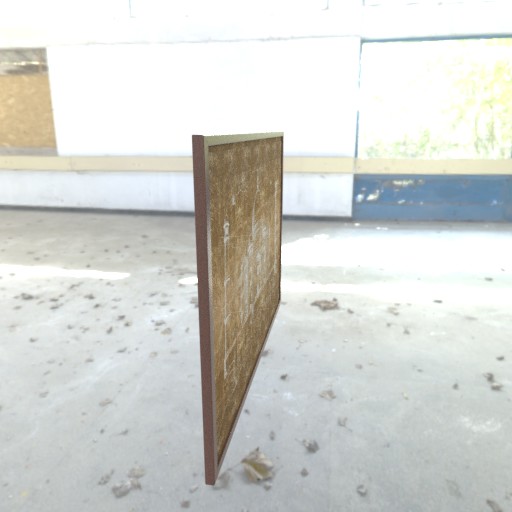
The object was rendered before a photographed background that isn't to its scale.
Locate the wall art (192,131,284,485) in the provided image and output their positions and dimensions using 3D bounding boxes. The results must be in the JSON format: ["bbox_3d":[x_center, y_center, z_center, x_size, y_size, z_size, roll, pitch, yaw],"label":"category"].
[{"bbox_3d":[0.000,0.000,0.845,0.014,0.455,0.660,3,16,10],"label":"wall art"}]
